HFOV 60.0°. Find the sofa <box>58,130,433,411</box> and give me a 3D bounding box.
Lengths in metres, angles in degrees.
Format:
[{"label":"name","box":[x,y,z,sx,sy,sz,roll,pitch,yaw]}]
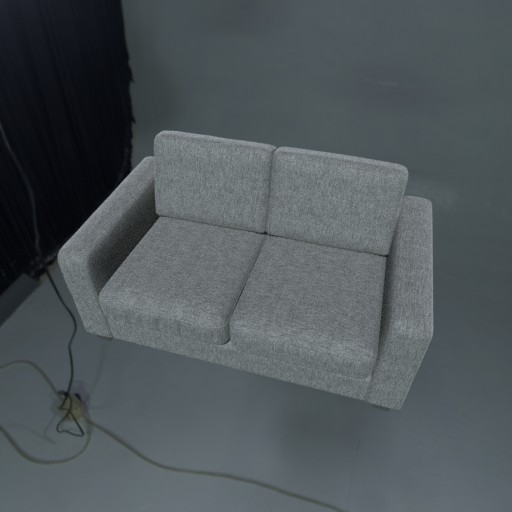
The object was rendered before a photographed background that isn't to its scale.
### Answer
[{"label":"sofa","box":[0.000,0.000,2.069,1.520,0.800,0.900,11,44,12]}]
